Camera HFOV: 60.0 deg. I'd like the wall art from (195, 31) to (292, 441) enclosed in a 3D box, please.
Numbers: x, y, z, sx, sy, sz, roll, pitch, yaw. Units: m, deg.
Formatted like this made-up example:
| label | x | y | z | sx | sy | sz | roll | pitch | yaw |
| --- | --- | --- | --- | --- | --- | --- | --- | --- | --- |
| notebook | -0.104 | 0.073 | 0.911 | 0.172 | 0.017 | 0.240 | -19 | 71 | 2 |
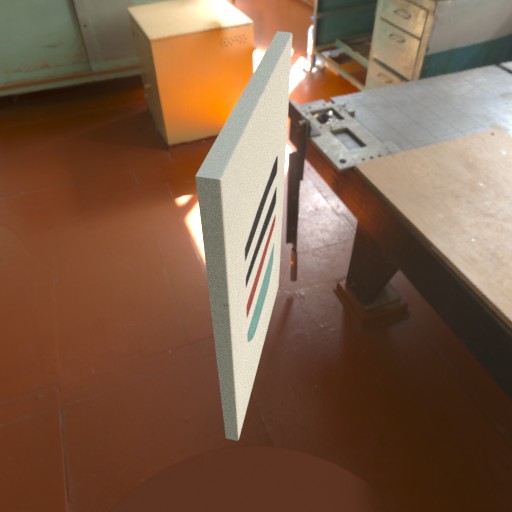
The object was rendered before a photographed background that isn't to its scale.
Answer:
| label | x | y | z | sx | sy | sz | roll | pitch | yaw |
| --- | --- | --- | --- | --- | --- | --- | --- | --- | --- |
| wall art | 0.000 | 0.000 | 1.166 | 0.038 | 0.912 | 0.607 | 9 | 46 | 9 |
